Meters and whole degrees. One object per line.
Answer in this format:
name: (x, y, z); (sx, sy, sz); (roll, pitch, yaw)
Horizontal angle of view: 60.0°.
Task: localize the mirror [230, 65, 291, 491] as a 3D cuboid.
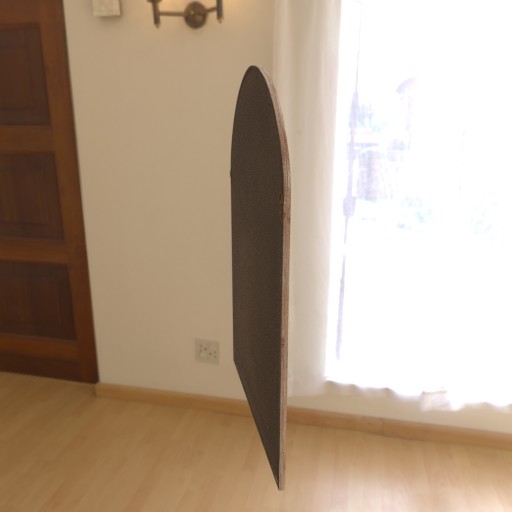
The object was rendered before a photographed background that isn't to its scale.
mirror: (0.000, 0.000, 1.153); (0.032, 0.915, 0.609); (-3, 15, -12)
